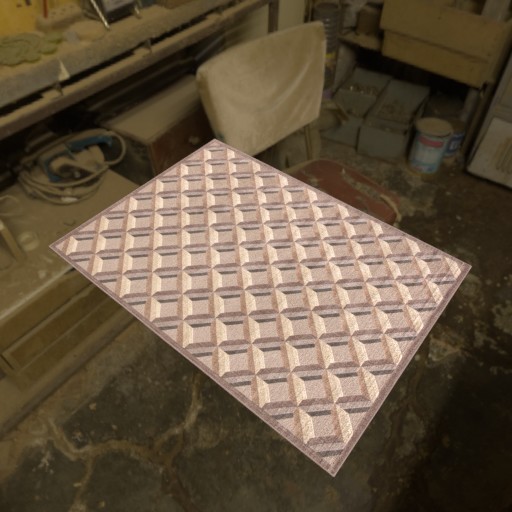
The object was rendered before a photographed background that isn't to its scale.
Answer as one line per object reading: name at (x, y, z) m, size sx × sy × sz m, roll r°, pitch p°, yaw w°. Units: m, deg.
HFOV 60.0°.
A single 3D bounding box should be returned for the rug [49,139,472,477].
rug at (0.000, 0.000, 4.243) m, size 3.294 × 0.018 × 2.382 m, roll 32°, pitch 56°, yaw 25°
